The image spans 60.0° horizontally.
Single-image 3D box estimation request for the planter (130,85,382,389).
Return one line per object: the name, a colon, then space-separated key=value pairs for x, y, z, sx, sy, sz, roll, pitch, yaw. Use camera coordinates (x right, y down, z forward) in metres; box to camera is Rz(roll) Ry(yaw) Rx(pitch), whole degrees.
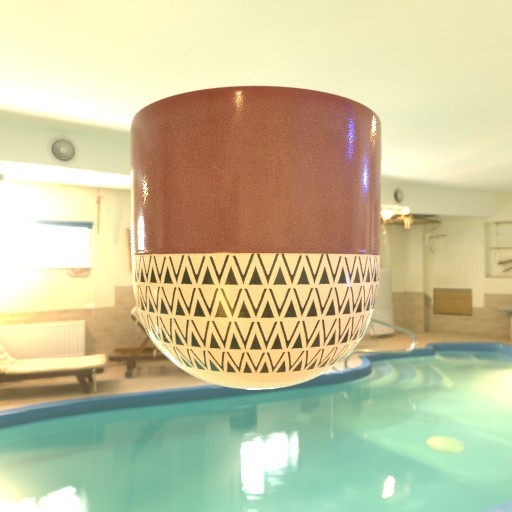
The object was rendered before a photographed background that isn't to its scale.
planter: x=0.000 y=0.000 z=0.486 sx=0.266 sy=0.270 sz=0.266 roll=0 pitch=-1 yaw=0
